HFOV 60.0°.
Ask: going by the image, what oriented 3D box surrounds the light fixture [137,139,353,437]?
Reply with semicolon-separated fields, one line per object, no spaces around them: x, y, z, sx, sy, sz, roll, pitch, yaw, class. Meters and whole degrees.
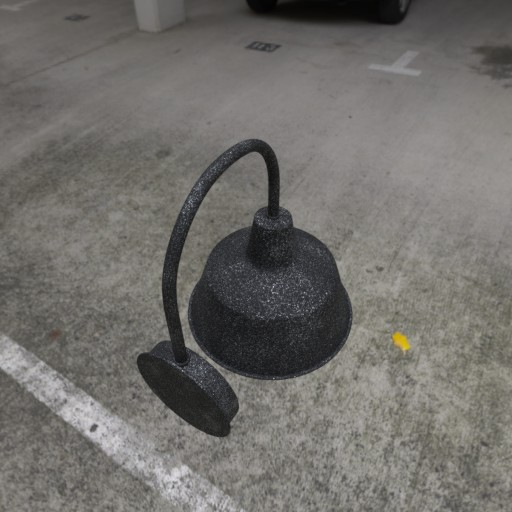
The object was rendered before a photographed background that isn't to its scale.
0.000;0.000;0.479;0.216;0.300;0.283;25;50;23;light fixture
